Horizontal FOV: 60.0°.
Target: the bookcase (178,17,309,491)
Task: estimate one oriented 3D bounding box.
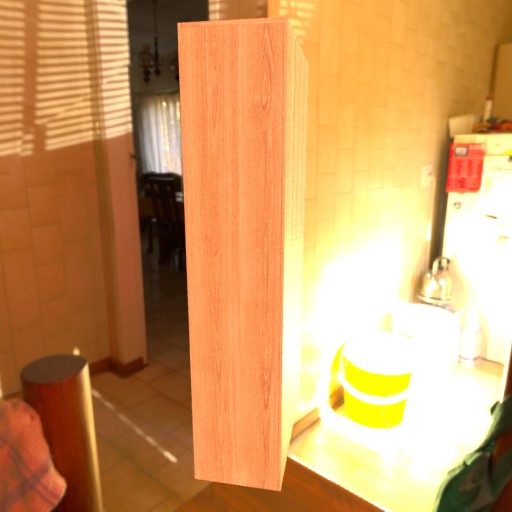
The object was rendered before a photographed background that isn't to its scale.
[{"bbox_3d":[0.000,0.000,2.326,0.420,2.020,0.950,3,14,11],"label":"bookcase"}]
